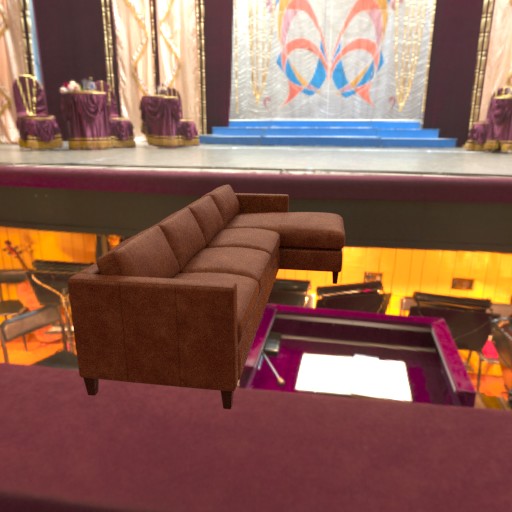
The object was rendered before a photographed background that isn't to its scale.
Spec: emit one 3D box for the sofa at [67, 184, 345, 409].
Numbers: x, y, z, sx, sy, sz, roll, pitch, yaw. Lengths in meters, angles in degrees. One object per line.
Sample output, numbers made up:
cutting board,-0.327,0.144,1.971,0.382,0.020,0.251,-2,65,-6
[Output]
sofa,0.000,0.000,3.884,1.581,0.883,3.203,3,17,9
